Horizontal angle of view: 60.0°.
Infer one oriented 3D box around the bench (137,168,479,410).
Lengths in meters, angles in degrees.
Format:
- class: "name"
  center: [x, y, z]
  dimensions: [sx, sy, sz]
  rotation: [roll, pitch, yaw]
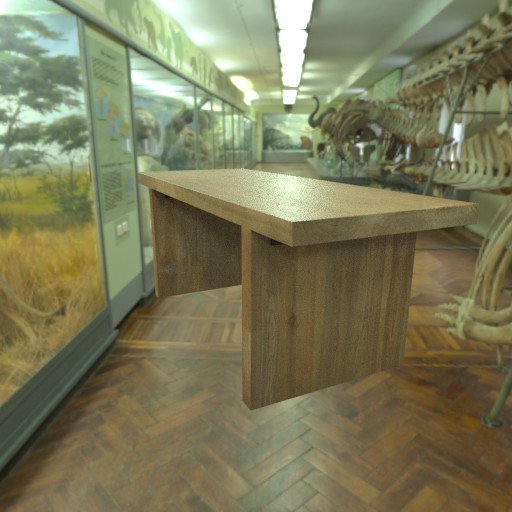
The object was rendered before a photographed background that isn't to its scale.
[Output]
- class: "bench"
  center: [0.000, 0.000, 1.404]
  dimensions: [0.458, 0.458, 1.183]
  rotation: [-7, 17, -26]
